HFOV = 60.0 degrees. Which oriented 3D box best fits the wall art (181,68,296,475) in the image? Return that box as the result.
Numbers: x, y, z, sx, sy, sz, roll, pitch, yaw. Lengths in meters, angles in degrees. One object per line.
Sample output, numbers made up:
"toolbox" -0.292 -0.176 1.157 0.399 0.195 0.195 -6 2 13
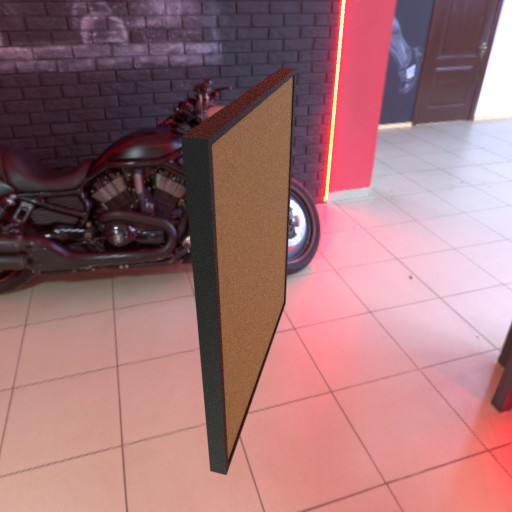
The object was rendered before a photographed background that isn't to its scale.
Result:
"wall art" 0.000 0.000 0.540 0.019 0.381 0.330 8 32 13
